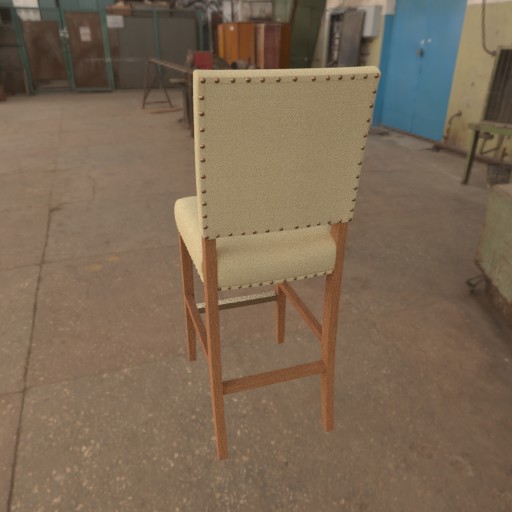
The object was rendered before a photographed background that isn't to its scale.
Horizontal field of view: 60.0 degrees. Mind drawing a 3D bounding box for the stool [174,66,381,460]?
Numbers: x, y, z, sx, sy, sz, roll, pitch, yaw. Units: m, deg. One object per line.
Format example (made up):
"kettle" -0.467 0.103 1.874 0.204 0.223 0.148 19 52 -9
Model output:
"stool" 0.000 0.000 1.456 0.445 1.168 0.584 -8 28 -16
